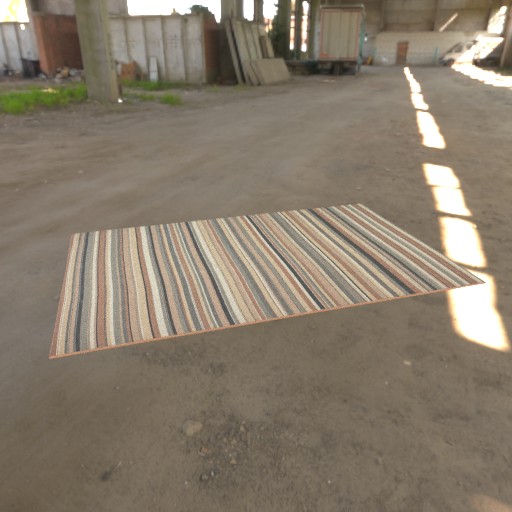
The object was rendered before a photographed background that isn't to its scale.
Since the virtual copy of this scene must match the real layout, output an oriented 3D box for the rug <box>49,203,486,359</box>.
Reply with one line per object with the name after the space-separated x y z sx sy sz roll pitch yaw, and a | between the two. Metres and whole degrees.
0.000 0.000 3.001 2.438 0.014 1.523 -7 27 -15 | rug
